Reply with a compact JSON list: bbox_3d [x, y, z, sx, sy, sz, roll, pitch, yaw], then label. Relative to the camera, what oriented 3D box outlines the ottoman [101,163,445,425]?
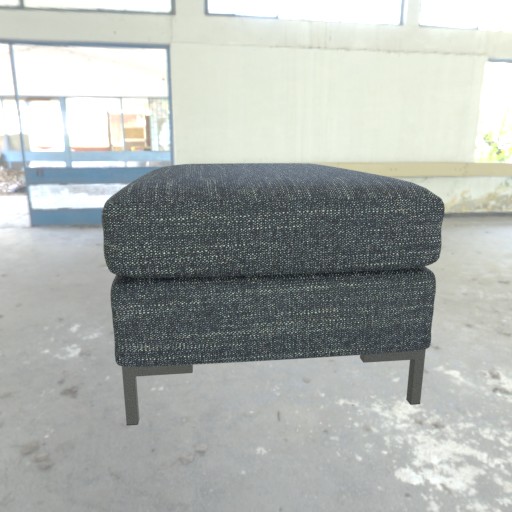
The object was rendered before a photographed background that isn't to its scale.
[{"bbox_3d":[0.000,0.000,1.230,0.667,0.491,0.814,-2,14,-7],"label":"ottoman"}]
